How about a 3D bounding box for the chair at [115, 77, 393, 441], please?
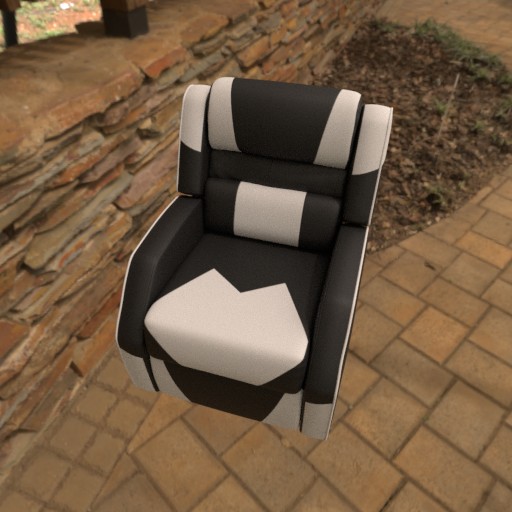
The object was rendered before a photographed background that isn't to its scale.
[{"bbox_3d":[0.000,0.000,1.309,0.620,0.805,0.672,11,42,13],"label":"chair"}]
